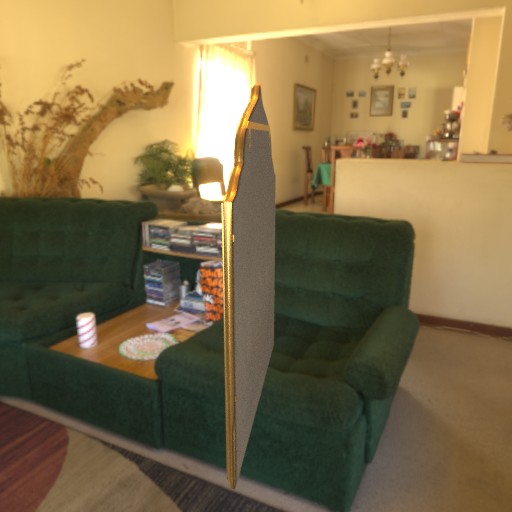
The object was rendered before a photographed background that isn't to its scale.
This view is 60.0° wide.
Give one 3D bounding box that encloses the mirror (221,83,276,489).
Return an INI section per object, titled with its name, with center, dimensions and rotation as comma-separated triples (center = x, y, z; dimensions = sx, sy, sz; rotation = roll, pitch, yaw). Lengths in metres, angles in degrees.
[mirror]
center = 0.000, 0.000, 0.871
dimensions = 0.018, 0.635, 0.513
rotation = 2, 15, 9
